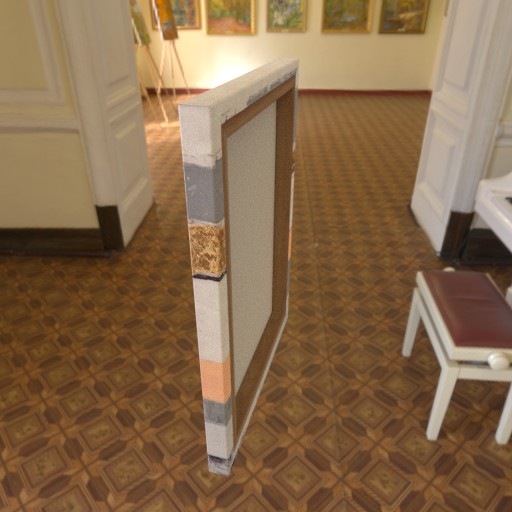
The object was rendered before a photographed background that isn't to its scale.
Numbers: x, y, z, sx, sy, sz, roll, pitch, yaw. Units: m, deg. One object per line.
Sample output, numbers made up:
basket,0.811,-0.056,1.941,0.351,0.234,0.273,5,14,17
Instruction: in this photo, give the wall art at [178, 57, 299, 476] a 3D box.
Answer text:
wall art,0.000,0.000,0.794,0.038,0.609,0.456,8,31,14
